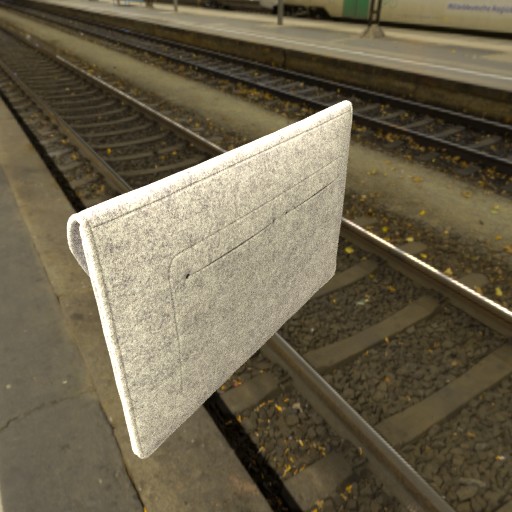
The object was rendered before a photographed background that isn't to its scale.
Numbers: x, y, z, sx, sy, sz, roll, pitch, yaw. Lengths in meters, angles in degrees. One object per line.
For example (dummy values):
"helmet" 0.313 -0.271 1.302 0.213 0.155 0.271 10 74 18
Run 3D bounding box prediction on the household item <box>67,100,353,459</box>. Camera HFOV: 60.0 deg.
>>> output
"household item" 0.000 0.000 0.416 0.057 0.221 0.335 21 38 30
